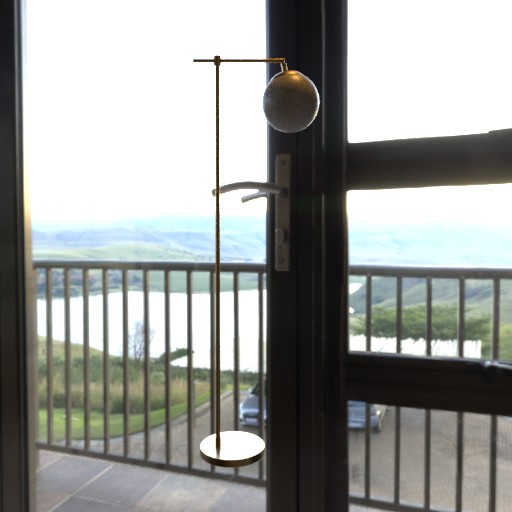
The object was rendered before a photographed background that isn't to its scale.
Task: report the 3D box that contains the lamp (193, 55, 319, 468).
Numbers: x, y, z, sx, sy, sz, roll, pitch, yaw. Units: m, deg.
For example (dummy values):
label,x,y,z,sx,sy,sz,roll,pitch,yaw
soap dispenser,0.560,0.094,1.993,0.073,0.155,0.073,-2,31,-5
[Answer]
label,x,y,z,sx,sy,sz,roll,pitch,yaw
lamp,0.000,0.000,1.688,0.476,1.505,0.249,0,1,0
